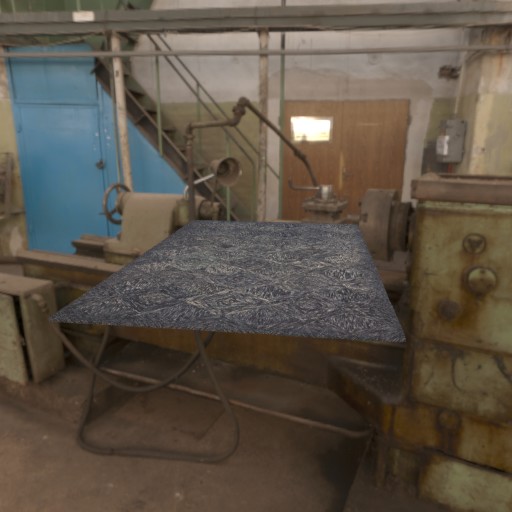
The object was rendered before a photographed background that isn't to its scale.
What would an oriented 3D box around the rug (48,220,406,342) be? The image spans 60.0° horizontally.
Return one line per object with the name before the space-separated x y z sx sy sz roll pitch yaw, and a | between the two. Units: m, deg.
rug | 0.000 0.000 2.206 1.139 0.010 1.754 2 15 8
